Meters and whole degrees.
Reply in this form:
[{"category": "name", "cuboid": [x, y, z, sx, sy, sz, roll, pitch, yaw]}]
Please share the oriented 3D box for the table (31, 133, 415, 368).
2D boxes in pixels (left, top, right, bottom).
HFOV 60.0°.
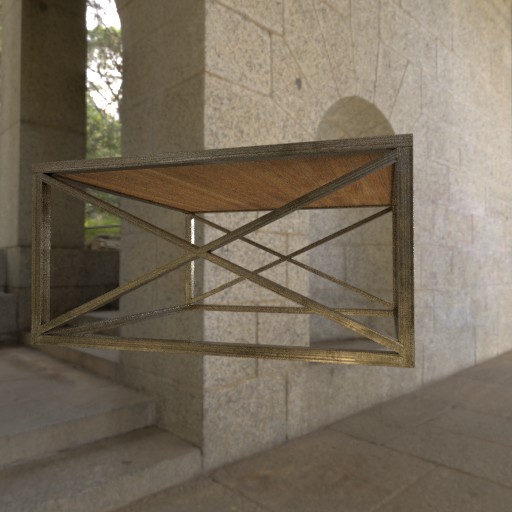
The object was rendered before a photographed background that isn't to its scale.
[{"category": "table", "cuboid": [0.000, 0.000, 1.412, 0.899, 0.451, 0.909, 0, -1, 16]}]
